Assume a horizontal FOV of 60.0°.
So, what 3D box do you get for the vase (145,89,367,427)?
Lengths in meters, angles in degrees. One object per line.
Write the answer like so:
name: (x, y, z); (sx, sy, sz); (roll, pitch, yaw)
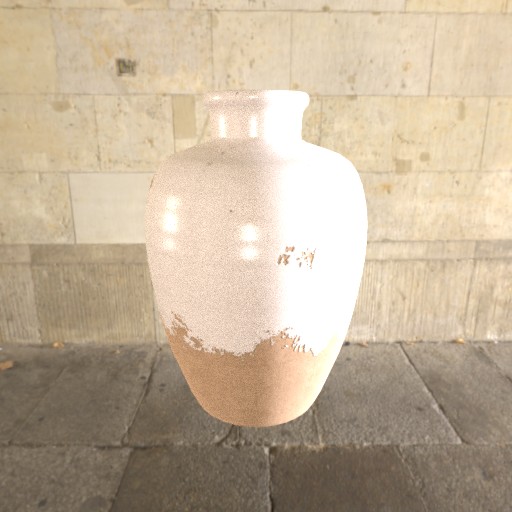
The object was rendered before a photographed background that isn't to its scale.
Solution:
vase: (0.000, 0.000, 0.331); (0.158, 0.228, 0.158); (0, 16, 0)
